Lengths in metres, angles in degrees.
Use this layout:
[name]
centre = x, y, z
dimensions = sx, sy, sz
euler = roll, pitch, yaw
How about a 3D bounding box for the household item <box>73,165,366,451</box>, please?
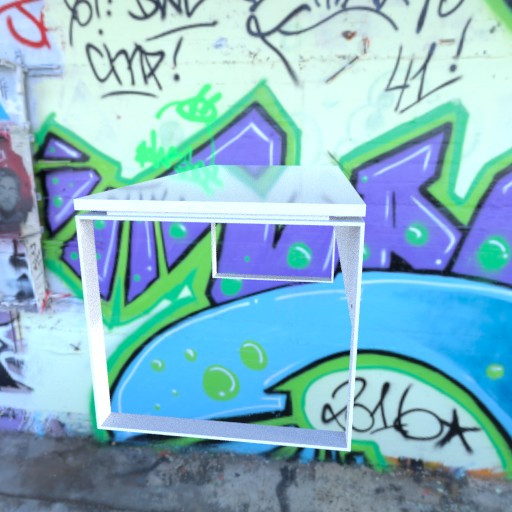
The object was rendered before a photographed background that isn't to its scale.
[household item]
centre = 0.000, 0.000, 2.097
dimensions = 0.800, 0.745, 1.700
euler = 2, 15, 7
